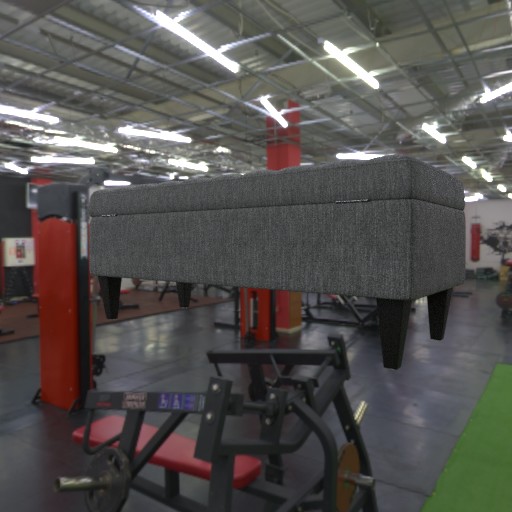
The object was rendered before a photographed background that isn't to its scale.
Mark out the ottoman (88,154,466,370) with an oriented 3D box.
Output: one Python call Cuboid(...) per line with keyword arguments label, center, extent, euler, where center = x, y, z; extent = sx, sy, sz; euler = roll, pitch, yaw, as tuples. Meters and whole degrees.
Cuboid(label="ottoman", center=(0.000, 0.000, 1.420), extent=(1.151, 0.469, 0.482), euler=(1, 2, 37))
